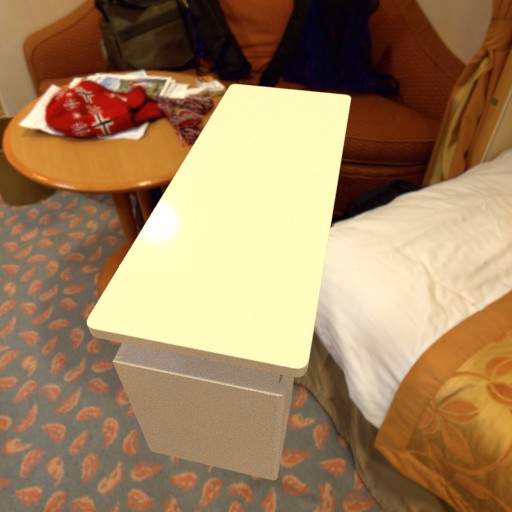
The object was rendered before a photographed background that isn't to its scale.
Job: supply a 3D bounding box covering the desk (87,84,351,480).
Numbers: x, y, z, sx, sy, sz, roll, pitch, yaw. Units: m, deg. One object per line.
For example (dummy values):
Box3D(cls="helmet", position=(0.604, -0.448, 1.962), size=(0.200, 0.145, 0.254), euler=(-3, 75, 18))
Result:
Box3D(cls="desk", position=(0.000, 0.000, 1.787), size=(0.550, 0.762, 1.400), euler=(9, 46, 9))
